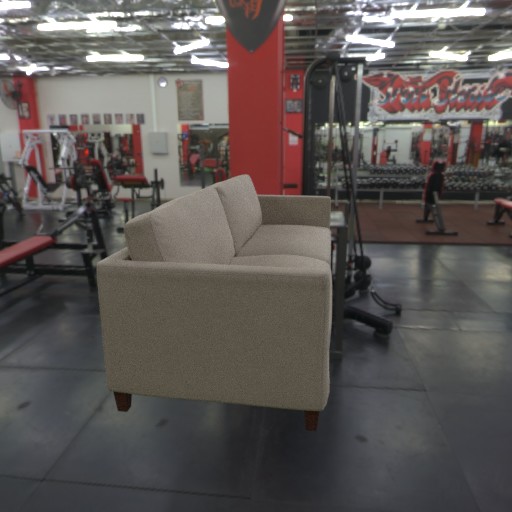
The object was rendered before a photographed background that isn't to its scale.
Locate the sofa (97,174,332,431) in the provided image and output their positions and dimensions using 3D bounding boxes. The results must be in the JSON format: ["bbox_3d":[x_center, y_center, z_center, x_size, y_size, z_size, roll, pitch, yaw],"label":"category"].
[{"bbox_3d":[0.000,0.000,2.905,0.988,0.912,2.404,2,15,9],"label":"sofa"}]
